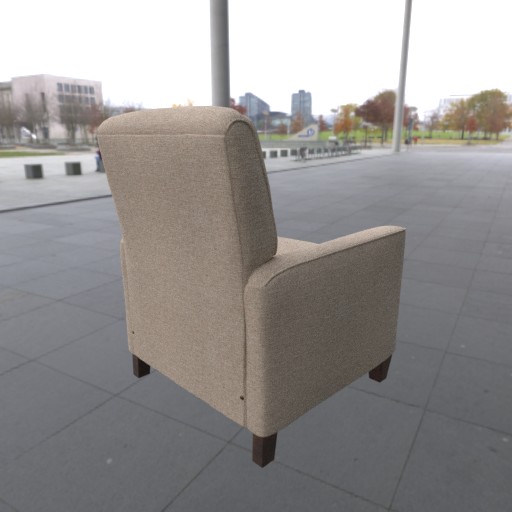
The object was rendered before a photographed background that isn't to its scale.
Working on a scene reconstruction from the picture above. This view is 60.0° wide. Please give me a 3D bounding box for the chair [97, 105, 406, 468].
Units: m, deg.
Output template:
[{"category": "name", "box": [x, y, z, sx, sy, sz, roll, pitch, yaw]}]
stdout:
[{"category": "chair", "box": [0.000, 0.000, 1.661, 0.858, 1.028, 0.841, -15, 21, -43]}]
